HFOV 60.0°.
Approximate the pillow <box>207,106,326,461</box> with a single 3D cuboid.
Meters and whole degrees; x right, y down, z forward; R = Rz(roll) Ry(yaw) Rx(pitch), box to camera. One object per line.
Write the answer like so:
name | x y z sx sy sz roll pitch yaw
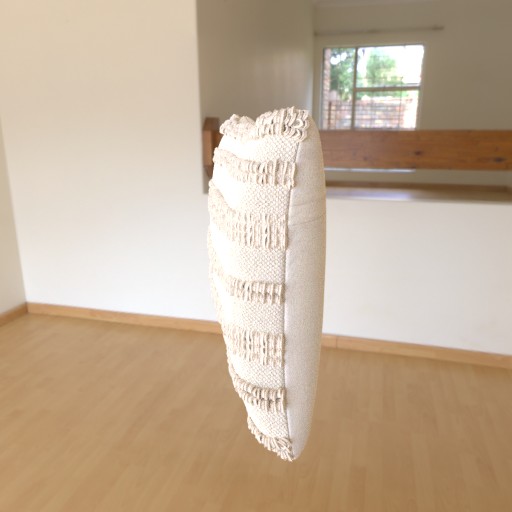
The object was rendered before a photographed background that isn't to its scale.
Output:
pillow | 0.000 0.000 0.681 0.145 0.427 0.437 -3 16 -9
